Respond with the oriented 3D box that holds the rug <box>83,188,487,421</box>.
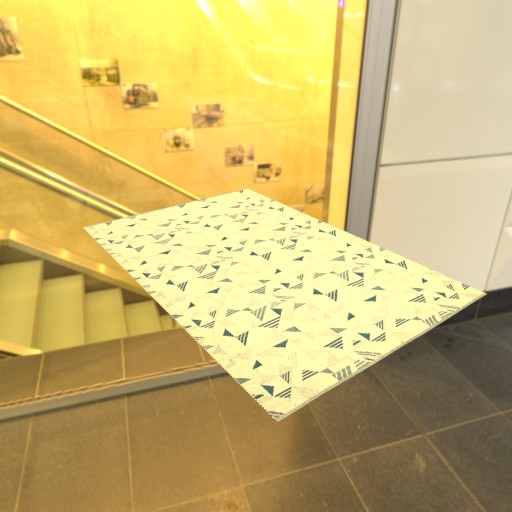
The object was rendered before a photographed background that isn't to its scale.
[{"bbox_3d":[0.000,0.000,2.306,1.206,0.003,1.835,-19,33,-32],"label":"rug"}]
